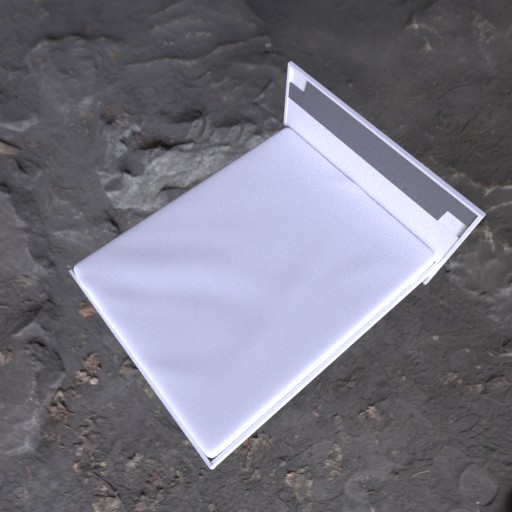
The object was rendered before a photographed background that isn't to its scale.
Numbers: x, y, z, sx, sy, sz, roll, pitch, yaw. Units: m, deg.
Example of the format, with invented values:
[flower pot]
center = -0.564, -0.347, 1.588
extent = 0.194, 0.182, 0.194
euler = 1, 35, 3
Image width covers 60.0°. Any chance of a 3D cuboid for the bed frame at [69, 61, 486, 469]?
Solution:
[bed frame]
center = 0.000, 0.000, 3.043
extent = 2.100, 1.001, 1.711
euler = -37, 68, -17
